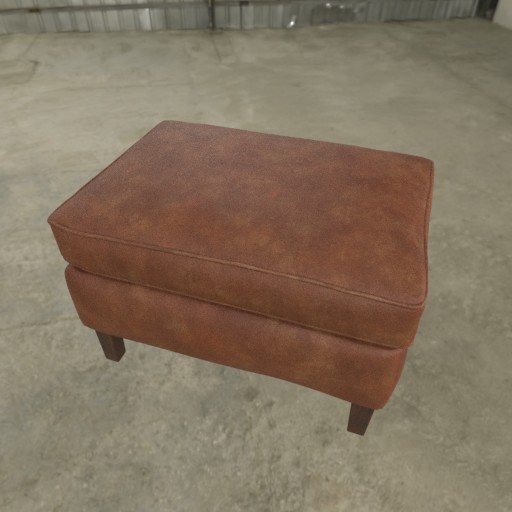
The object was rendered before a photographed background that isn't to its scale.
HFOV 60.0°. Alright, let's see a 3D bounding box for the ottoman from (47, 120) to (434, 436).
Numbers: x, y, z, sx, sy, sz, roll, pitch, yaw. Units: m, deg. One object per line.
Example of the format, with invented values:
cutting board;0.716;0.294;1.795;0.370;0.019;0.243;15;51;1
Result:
ottoman;0.000;0.000;0.970;0.665;0.418;0.501;12;42;14
